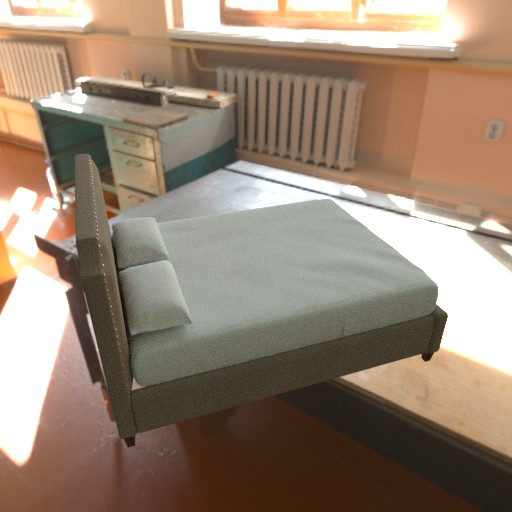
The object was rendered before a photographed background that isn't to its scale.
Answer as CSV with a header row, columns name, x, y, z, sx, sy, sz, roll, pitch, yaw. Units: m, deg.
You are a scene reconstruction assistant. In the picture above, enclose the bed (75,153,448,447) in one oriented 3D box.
name,x,y,z,sx,sy,sz,roll,pitch,yaw
bed,0.000,0.000,3.377,2.329,1.415,1.703,-10,32,-17
